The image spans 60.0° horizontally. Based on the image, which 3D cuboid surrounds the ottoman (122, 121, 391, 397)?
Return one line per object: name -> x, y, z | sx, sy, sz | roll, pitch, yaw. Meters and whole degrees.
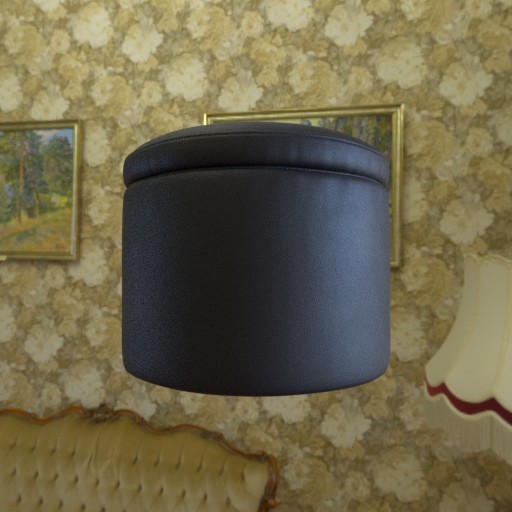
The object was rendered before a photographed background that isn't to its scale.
ottoman -> 0.000, 0.000, 0.866 | 0.501, 0.409, 0.501 | 0, -2, 0
